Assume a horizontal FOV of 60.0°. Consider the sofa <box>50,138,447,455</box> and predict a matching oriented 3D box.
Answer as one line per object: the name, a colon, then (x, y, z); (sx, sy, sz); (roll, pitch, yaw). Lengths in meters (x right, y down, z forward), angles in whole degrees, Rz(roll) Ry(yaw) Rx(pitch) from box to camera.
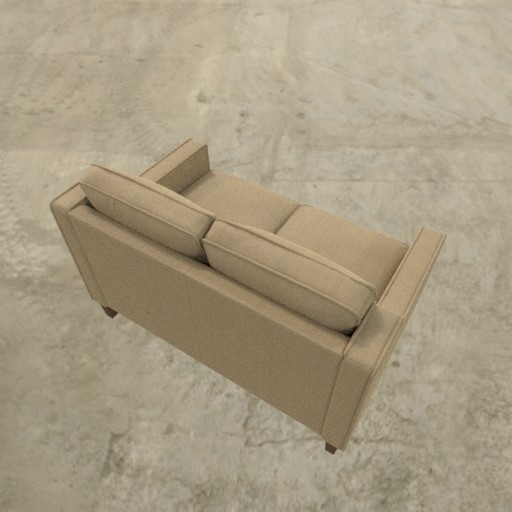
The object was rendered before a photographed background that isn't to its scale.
sofa: (0.000, 0.000, 2.159); (1.501, 0.971, 0.987); (25, 52, 22)
